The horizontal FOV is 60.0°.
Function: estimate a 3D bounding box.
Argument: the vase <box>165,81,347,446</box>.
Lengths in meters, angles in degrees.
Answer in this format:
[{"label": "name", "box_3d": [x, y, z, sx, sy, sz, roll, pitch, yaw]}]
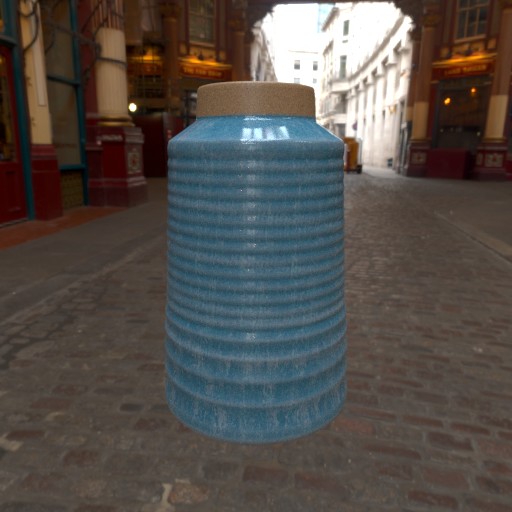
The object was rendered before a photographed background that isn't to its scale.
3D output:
[{"label": "vase", "box_3d": [0.000, 0.000, 0.376, 0.163, 0.267, 0.163, 0, 14, 0]}]
